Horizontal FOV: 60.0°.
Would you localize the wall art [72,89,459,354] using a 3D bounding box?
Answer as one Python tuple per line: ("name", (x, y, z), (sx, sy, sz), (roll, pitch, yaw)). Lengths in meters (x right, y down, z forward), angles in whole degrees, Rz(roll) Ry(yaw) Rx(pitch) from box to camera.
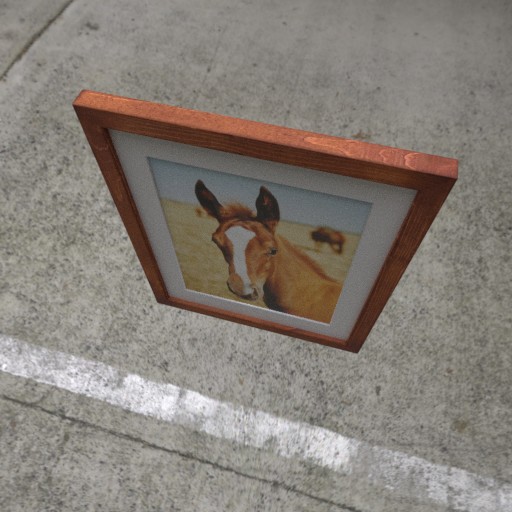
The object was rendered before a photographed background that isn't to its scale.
("wall art", (0.000, 0.000, 0.756), (0.462, 0.558, 0.030), (13, 59, 8))
